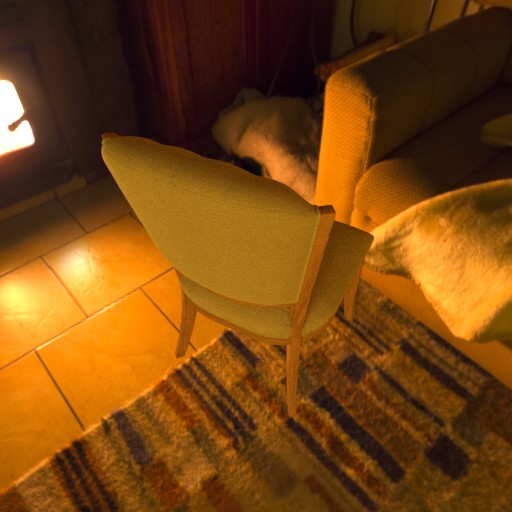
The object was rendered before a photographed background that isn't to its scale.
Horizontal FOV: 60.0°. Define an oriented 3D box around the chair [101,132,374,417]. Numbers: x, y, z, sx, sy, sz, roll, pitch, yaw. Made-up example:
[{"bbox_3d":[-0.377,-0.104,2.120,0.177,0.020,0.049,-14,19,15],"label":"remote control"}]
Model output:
[{"bbox_3d":[0.000,0.000,1.211,0.513,0.905,0.584,22,50,19],"label":"chair"}]
